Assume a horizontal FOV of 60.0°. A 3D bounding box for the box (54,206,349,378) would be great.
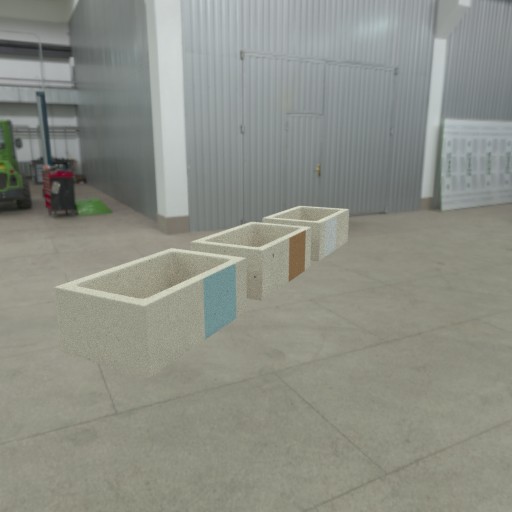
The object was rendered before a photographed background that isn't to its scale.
[{"bbox_3d":[0.000,0.000,0.496,0.082,0.051,0.461,7,16,26],"label":"box"}]
